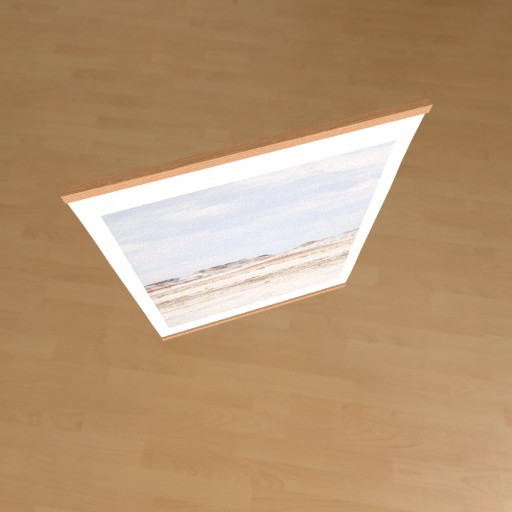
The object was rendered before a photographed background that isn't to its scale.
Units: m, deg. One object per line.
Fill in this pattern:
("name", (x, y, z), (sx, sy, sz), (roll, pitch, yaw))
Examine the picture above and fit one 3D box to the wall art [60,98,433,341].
("wall art", (0.000, 0.000, 0.797), (0.458, 0.605, 0.011), (-16, 65, -7))
